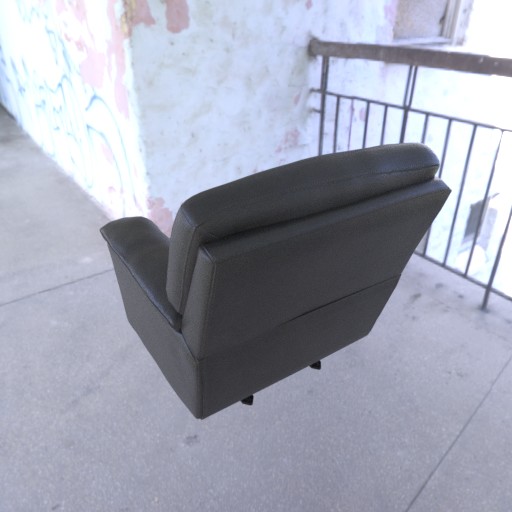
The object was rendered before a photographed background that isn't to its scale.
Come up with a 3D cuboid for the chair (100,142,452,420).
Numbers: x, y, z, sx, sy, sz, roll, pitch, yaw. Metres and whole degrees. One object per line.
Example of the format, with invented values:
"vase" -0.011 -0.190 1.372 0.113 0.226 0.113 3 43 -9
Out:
"chair" 0.000 0.000 1.955 1.096 1.109 1.087 -18 35 -29
